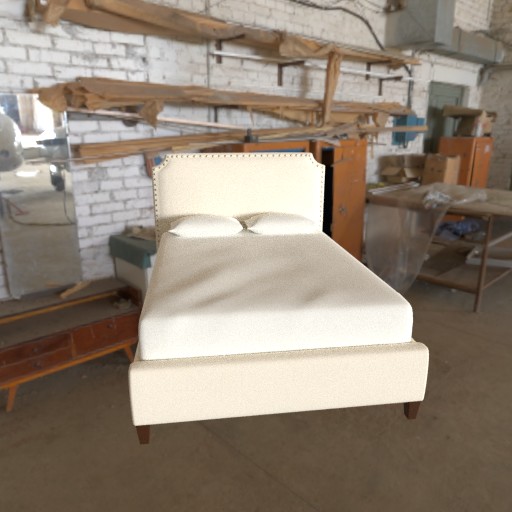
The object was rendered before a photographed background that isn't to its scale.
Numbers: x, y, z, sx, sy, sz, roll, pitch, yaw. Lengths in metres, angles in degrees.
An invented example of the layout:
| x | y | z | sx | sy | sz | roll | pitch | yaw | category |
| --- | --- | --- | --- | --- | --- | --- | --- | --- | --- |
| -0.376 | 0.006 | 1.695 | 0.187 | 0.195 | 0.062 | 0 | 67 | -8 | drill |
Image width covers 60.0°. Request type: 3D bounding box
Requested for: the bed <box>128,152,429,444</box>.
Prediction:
| x | y | z | sx | sy | sz | roll | pitch | yaw | category |
| --- | --- | --- | --- | --- | --- | --- | --- | --- | --- |
| 0.000 | 0.000 | 3.456 | 1.712 | 1.443 | 2.365 | -2 | 17 | -8 | bed |
